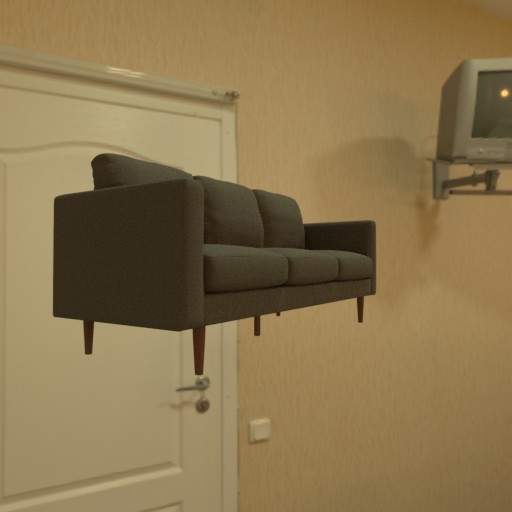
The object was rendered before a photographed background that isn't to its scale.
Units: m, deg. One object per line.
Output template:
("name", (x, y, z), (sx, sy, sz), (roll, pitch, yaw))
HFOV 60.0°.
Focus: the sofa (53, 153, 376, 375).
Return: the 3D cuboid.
("sofa", (0.000, 0.000, 2.550), (0.802, 0.912, 2.029), (0, -1, 34))
